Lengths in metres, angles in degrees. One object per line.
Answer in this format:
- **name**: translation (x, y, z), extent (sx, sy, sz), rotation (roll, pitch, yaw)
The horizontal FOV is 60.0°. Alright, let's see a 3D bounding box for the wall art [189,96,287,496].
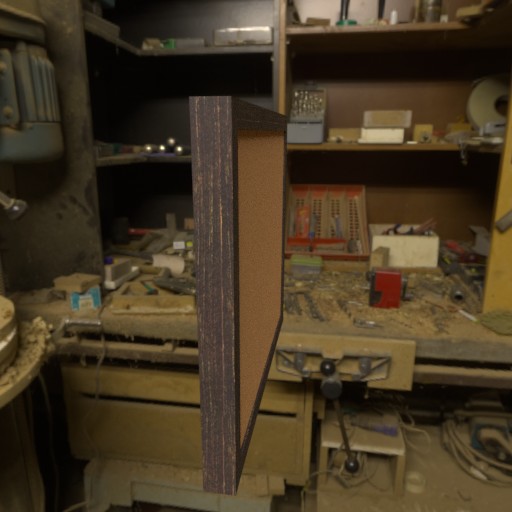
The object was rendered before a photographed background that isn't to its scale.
- **wall art**: translation (0.000, 0.000, 0.527), extent (0.031, 0.330, 0.381), rotation (3, 16, 9)
